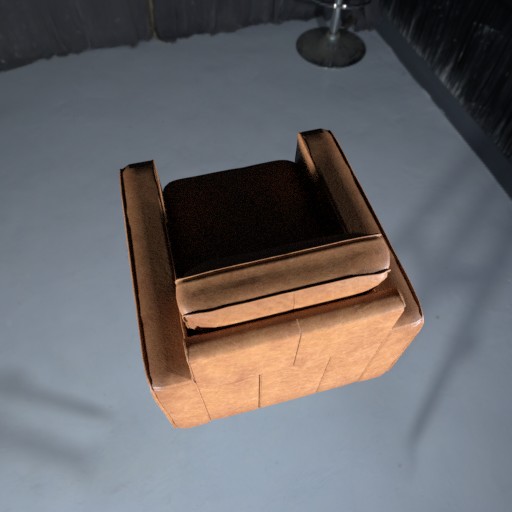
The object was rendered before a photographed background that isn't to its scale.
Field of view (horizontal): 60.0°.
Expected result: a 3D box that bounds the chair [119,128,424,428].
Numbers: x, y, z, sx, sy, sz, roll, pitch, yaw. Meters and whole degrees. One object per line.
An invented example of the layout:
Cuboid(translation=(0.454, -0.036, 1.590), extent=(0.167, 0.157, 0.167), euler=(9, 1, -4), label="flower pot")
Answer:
Cuboid(translation=(0.000, 0.000, 1.783), extent=(0.987, 0.901, 1.027), euler=(-15, 59, -9), label="chair")
